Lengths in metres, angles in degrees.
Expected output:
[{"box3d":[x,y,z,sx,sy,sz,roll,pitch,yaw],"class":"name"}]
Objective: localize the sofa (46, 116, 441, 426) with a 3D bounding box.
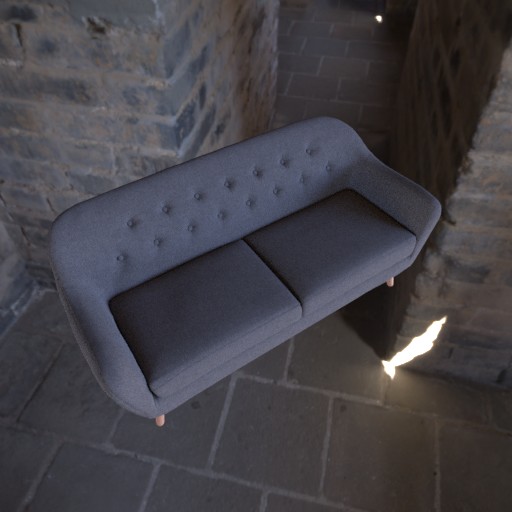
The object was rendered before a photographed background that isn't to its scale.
[{"box3d":[0.000,0.000,2.262,1.840,0.820,0.820,-26,52,-22],"class":"sofa"}]
